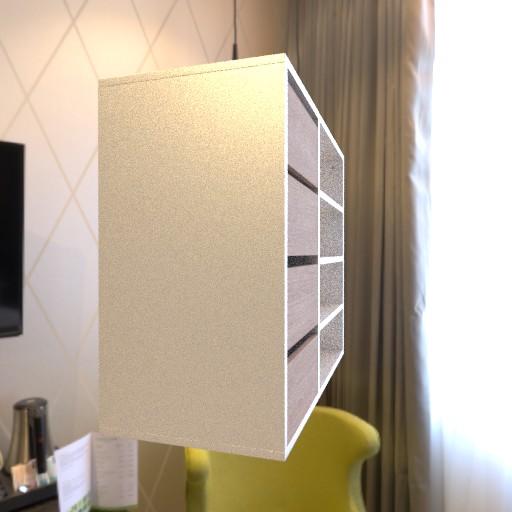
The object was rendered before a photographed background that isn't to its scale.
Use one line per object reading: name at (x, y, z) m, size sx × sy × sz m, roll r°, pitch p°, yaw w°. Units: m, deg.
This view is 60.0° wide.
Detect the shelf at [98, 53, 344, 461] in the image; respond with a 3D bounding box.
shelf at (0.000, 0.000, 1.280) m, size 0.396 × 0.732 × 0.895 m, roll 0°, pitch 0°, yaw 18°
